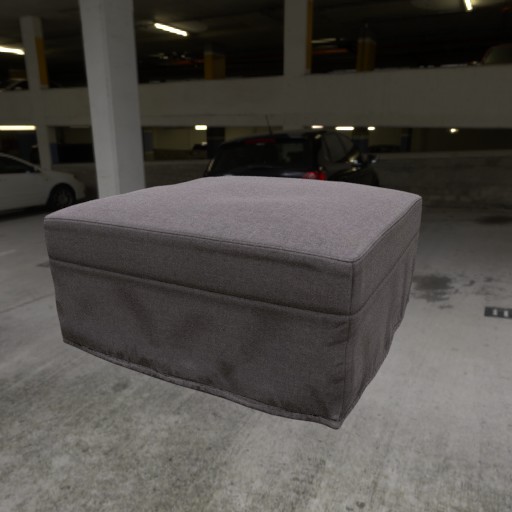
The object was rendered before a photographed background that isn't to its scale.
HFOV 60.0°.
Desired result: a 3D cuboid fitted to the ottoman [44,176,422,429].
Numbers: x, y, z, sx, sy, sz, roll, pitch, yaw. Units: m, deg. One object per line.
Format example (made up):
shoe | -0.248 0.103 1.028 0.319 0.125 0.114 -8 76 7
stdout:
ottoman | 0.000 0.000 1.343 0.840 0.436 0.843 8 18 26
